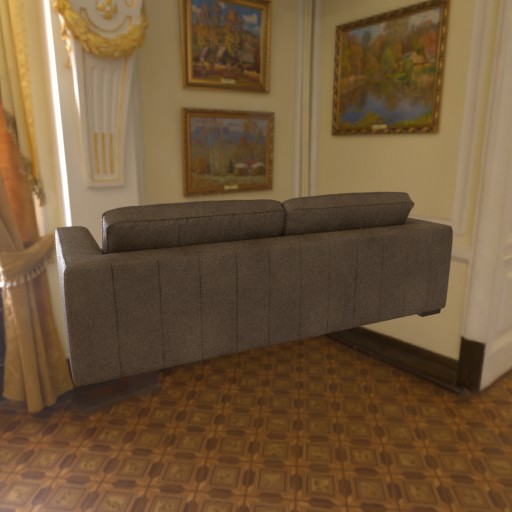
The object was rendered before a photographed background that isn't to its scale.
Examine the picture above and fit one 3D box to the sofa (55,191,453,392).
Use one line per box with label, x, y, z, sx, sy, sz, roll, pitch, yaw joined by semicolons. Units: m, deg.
sofa;0.000;0.000;2.775;2.262;0.801;1.070;-7;15;-25
